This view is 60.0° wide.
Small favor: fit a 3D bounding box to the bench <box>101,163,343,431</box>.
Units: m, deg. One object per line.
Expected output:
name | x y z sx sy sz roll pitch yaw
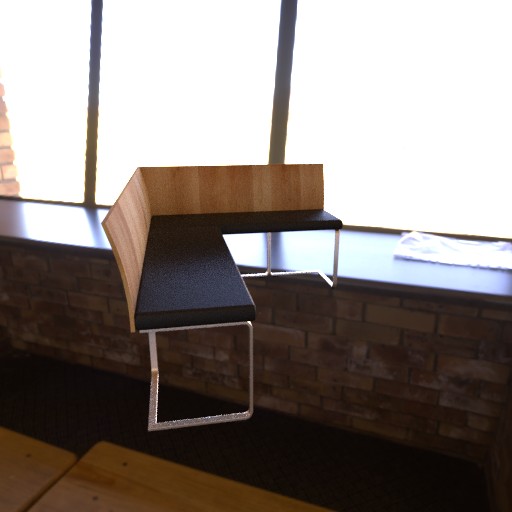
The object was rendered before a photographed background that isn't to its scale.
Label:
bench | 0.000 0.000 2.766 1.495 0.930 1.945 -3 18 -10
